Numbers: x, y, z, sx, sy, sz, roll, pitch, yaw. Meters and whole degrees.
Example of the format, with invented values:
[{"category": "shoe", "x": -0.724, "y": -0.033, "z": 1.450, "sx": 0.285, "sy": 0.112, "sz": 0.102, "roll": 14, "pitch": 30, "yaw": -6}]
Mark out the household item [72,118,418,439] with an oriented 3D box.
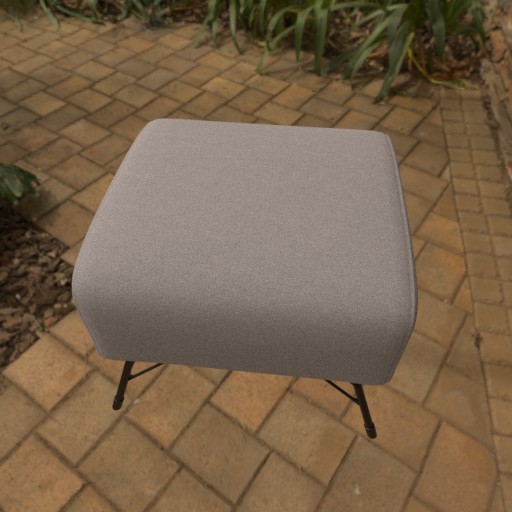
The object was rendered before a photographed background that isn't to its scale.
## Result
[{"category": "household item", "x": 0.000, "y": 0.000, "z": 0.902, "sx": 0.530, "sy": 0.410, "sz": 0.530, "roll": 5, "pitch": 48, "yaw": 4}]
